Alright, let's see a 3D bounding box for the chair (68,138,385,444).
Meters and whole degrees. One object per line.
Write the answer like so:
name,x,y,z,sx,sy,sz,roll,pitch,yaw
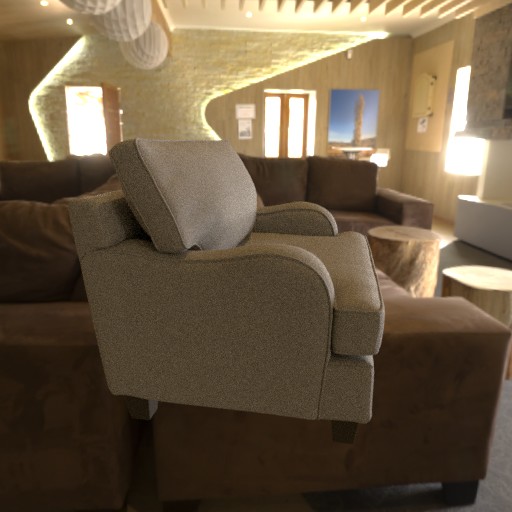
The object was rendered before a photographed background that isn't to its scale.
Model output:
chair,0.000,0.000,1.986,1.040,1.016,1.220,3,15,10
